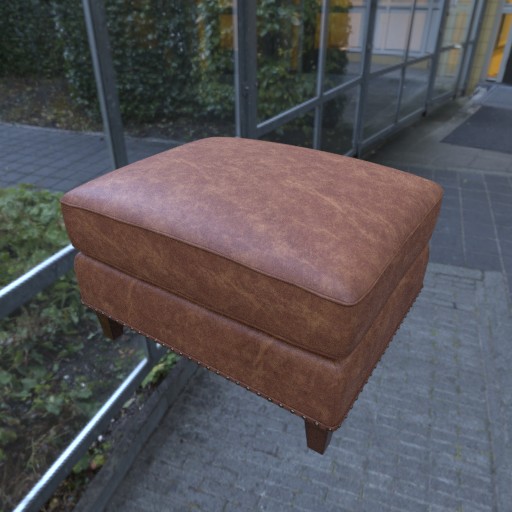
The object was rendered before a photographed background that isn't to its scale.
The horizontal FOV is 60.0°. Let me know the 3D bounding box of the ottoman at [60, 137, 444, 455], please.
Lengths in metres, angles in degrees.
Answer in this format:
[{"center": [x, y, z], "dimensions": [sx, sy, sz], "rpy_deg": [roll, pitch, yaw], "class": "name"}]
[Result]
[{"center": [0.000, 0.000, 1.135], "dimensions": [0.742, 0.486, 0.586], "rpy_deg": [19, 36, 28], "class": "ottoman"}]
